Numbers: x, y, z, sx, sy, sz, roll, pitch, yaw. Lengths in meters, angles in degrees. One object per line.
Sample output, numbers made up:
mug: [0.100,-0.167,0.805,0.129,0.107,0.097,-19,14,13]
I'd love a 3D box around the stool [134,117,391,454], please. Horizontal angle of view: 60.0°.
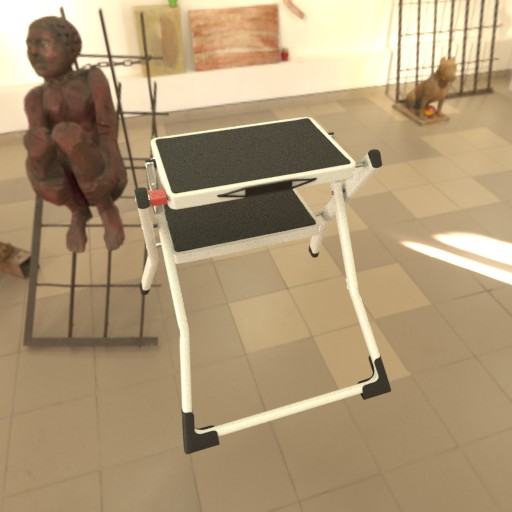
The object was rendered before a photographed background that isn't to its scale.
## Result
stool: [0.000,0.000,0.885,0.485,0.445,0.490,-12,43,-13]
